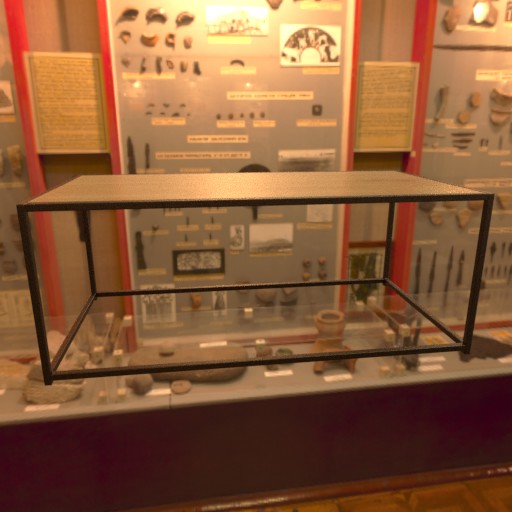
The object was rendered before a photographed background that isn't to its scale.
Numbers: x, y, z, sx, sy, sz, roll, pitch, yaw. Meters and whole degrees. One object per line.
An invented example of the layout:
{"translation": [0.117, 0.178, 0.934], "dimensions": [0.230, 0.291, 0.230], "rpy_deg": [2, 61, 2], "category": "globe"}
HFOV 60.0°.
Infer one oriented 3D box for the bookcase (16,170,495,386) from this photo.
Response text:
{"translation": [0.000, 0.000, 1.210], "dimensions": [1.000, 0.400, 0.500], "rpy_deg": [-2, 17, -8], "category": "bookcase"}
